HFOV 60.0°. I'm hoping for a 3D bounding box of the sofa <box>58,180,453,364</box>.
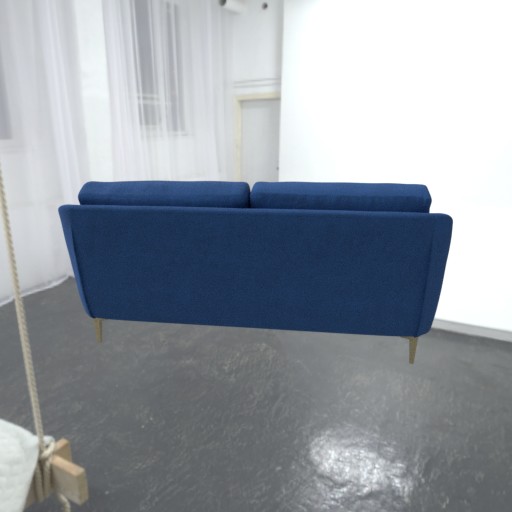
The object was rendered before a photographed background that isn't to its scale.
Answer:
[{"bbox_3d":[0.000,0.000,2.539,2.036,0.903,0.960,2,16,8],"label":"sofa"}]
